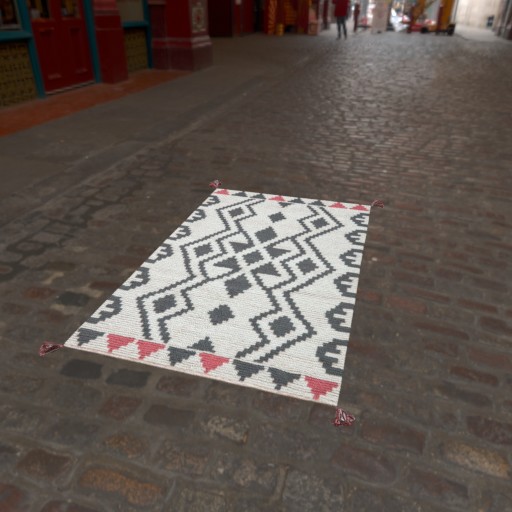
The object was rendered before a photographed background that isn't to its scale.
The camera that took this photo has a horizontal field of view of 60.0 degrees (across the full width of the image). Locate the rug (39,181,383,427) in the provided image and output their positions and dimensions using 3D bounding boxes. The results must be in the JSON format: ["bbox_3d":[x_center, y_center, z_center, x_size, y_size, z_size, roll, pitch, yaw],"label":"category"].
[{"bbox_3d":[0.000,0.000,3.279,1.741,0.066,2.672,8,31,14],"label":"rug"}]
